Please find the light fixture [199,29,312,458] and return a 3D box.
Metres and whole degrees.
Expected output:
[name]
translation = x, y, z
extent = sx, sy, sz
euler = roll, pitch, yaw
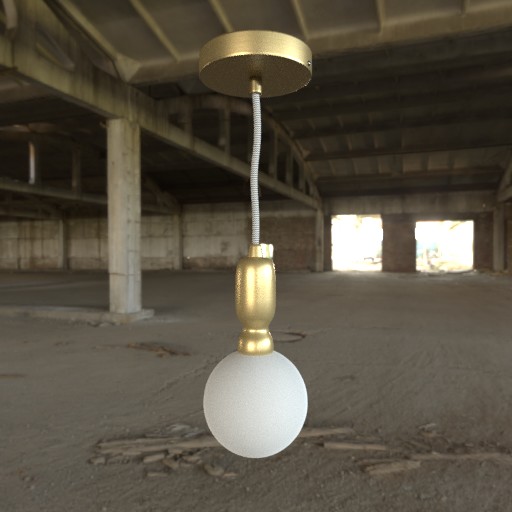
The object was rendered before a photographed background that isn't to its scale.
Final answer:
[light fixture]
translation = 0.000, 0.000, 0.573
extent = 0.147, 0.510, 0.146
euler = 0, 1, 19
